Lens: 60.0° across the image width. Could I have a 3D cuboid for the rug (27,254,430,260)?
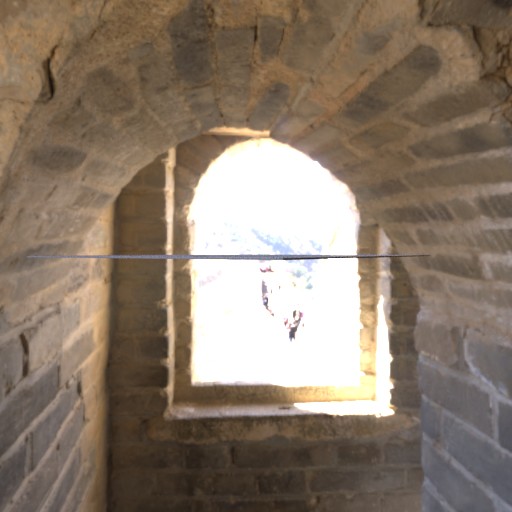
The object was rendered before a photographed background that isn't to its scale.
[{"bbox_3d":[0.000,0.000,4.145,2.438,0.012,3.048,0,1,35],"label":"rug"}]
